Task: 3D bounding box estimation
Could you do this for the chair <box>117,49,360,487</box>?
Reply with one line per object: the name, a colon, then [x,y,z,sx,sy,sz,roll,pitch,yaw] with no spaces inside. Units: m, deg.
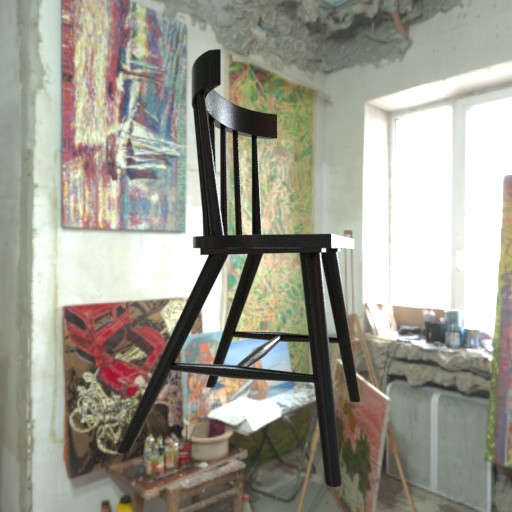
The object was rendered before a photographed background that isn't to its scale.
chair: [0.000,0.000,1.119,0.483,0.844,0.506,0,1,17]
